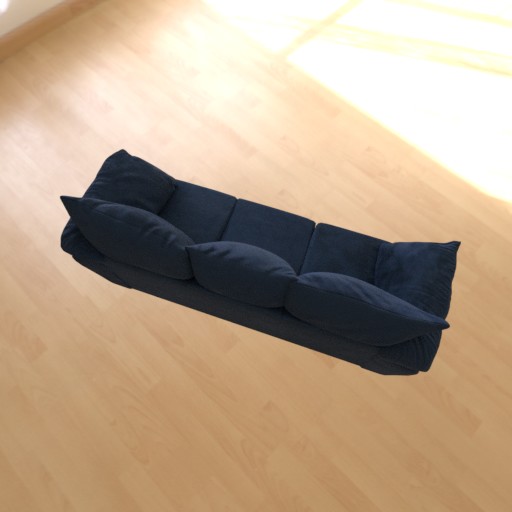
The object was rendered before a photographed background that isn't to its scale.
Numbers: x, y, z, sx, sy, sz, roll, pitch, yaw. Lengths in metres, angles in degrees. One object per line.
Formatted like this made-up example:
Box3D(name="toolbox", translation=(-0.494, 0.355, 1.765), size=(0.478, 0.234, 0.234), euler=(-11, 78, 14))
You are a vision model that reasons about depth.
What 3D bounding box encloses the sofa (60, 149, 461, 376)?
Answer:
Box3D(name="sofa", translation=(0.000, 0.000, 2.889), size=(2.390, 1.091, 0.907), euler=(17, 66, 8))
